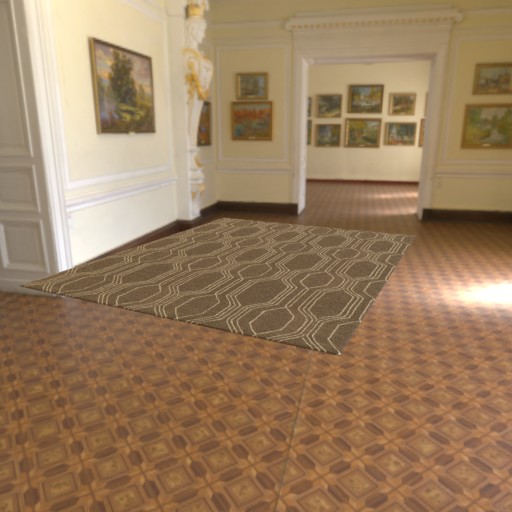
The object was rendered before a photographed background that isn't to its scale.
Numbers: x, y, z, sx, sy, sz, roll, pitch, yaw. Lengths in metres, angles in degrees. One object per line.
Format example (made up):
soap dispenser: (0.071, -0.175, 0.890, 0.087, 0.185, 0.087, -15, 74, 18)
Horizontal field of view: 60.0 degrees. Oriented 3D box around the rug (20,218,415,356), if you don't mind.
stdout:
rug: (0.000, 0.000, 4.133, 2.457, 0.012, 3.062, 7, 17, 25)
